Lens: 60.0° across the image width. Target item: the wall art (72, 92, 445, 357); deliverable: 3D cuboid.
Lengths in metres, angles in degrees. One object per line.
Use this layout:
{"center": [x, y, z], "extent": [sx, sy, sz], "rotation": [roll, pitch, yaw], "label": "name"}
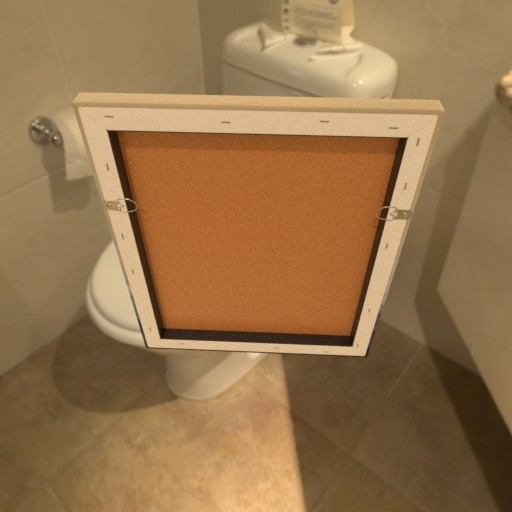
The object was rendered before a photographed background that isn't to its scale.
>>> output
{"center": [0.000, 0.000, 0.976], "extent": [0.608, 0.710, 0.041], "rotation": [2, 44, 2], "label": "wall art"}
